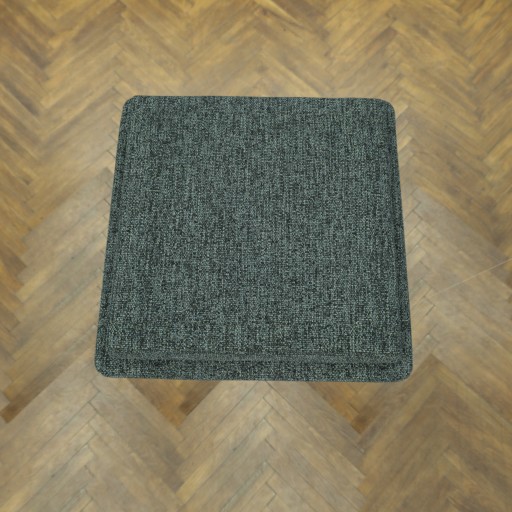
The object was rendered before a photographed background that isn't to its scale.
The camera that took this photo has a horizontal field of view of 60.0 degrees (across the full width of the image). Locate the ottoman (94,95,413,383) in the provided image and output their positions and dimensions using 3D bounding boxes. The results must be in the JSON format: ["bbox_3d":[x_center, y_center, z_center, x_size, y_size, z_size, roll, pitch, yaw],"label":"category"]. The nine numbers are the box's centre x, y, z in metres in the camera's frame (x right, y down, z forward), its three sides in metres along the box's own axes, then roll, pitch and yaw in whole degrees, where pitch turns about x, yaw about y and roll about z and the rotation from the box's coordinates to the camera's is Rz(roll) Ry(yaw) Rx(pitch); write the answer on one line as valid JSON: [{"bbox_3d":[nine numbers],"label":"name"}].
[{"bbox_3d":[0.000,0.000,0.830,0.450,0.463,0.450,1,75,0],"label":"ottoman"}]
